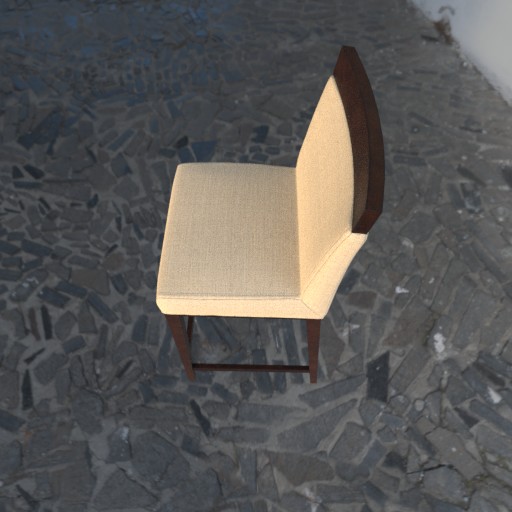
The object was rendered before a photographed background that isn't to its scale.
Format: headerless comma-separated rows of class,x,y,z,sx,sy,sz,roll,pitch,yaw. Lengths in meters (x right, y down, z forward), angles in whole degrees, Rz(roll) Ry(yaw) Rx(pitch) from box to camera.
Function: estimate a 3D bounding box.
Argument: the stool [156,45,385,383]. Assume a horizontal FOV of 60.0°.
stool,0.000,0.000,1.407,0.531,1.117,0.511,1,57,1
